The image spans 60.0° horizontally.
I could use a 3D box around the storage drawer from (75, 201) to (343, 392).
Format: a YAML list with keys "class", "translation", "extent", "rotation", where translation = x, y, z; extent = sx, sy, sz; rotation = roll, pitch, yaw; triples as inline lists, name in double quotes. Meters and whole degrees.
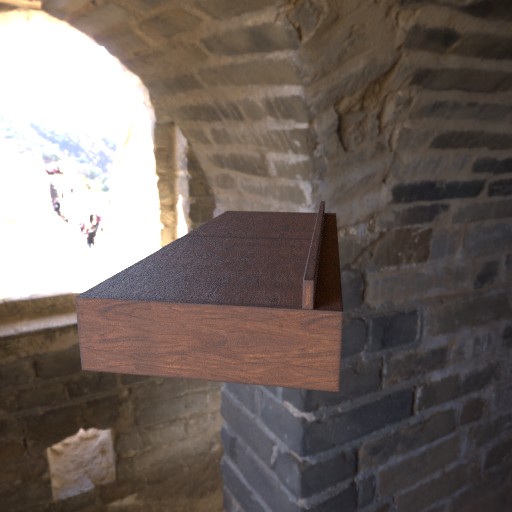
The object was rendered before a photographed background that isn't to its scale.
- class: "storage drawer"
  translation: [0.000, 0.000, 2.144]
  extent: [0.774, 0.339, 1.914]
  rotation: [2, 13, 9]
